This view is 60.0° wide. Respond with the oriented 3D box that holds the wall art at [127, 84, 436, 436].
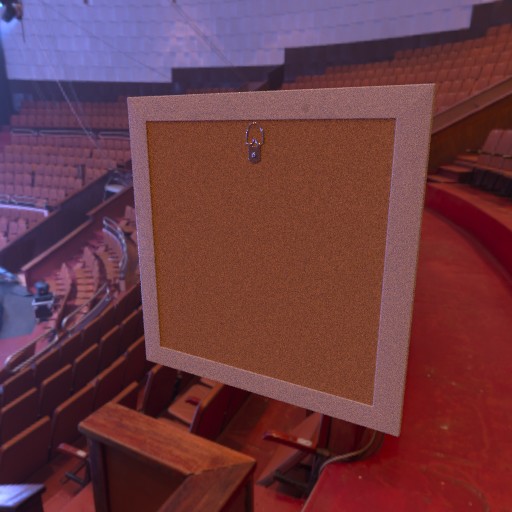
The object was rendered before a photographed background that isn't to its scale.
[{"bbox_3d":[0.000,0.000,0.830,0.572,0.577,0.015,8,18,27],"label":"wall art"}]
